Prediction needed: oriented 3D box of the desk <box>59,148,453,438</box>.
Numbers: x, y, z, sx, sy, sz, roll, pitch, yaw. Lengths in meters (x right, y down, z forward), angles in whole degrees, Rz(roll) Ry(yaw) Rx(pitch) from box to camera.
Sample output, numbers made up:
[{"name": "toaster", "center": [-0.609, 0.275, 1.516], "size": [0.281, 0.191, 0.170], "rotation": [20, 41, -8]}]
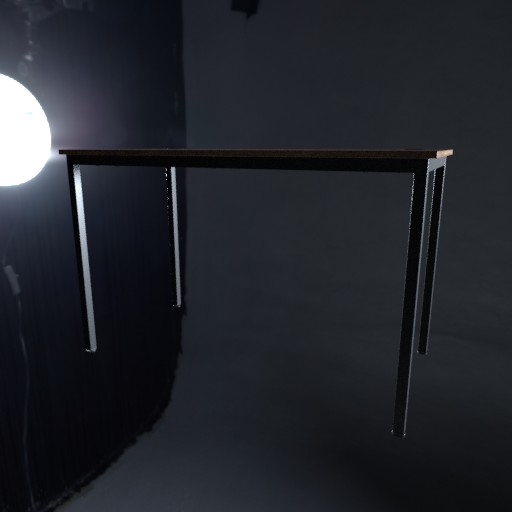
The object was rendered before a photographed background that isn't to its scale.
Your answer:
[{"name": "desk", "center": [0.000, 0.000, 1.595], "size": [1.200, 0.749, 0.600], "rotation": [7, 15, 26]}]
